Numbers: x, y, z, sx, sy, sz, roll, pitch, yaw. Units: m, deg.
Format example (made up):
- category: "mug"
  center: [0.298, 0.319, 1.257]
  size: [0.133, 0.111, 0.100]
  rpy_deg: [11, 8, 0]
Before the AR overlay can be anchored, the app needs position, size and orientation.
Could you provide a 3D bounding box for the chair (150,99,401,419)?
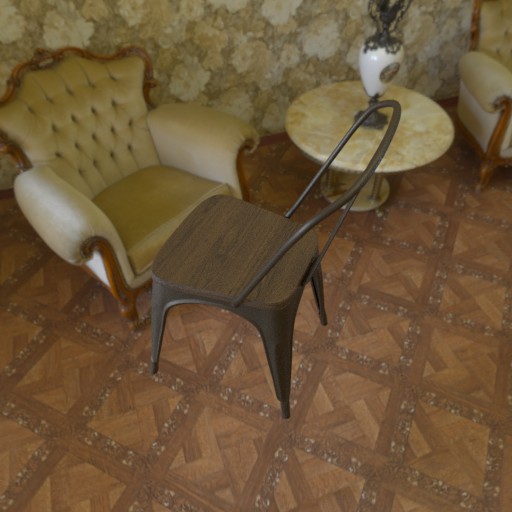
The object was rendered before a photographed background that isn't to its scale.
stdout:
- category: "chair"
  center: [0.000, 0.000, 1.152]
  size: [0.532, 0.844, 0.451]
  rpy_deg: [18, 48, 17]
